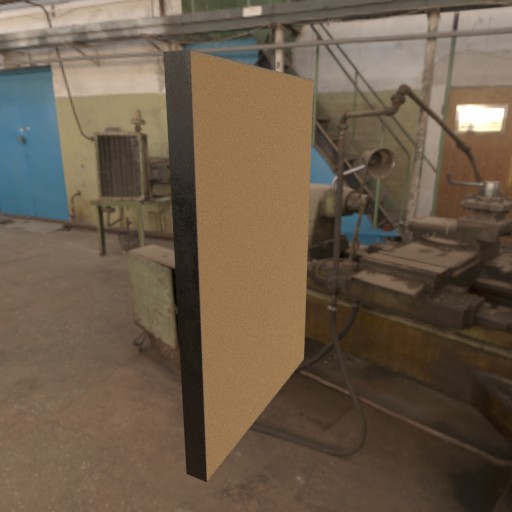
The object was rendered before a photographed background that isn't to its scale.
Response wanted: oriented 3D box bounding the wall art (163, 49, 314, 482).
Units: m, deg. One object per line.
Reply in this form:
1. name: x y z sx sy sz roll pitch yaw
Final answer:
1. wall art: 0.000 0.000 0.586 0.031 0.457 0.313 8 18 26
